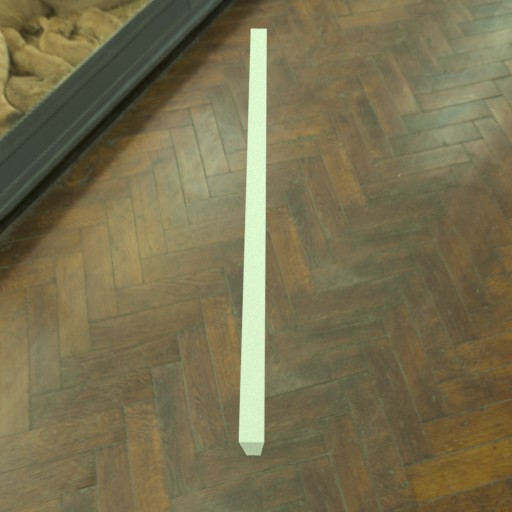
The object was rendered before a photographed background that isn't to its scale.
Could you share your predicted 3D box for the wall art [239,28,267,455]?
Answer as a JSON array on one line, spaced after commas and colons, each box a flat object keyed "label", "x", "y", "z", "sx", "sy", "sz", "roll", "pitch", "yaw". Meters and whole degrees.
[{"label": "wall art", "x": 0.000, "y": 0.000, "z": 1.135, "sx": 0.038, "sy": 0.609, "sz": 0.914, "roll": 1, "pitch": 64, "yaw": 0}]
